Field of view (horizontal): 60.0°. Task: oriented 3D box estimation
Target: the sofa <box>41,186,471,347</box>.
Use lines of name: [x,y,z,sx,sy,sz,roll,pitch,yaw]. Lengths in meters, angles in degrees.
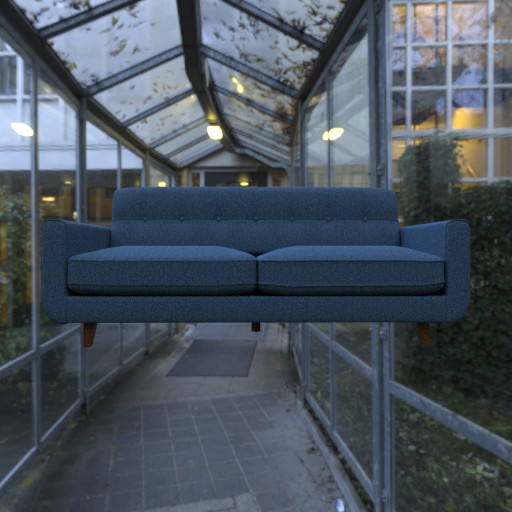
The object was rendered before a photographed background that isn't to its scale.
sofa: [0.000,0.000,2.567,2.055,0.884,0.942,0,0,-1]
